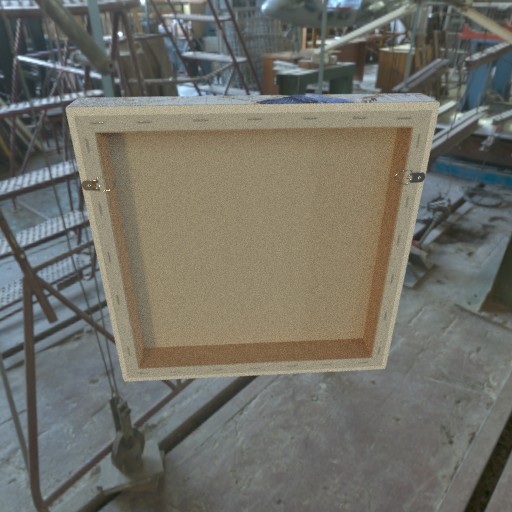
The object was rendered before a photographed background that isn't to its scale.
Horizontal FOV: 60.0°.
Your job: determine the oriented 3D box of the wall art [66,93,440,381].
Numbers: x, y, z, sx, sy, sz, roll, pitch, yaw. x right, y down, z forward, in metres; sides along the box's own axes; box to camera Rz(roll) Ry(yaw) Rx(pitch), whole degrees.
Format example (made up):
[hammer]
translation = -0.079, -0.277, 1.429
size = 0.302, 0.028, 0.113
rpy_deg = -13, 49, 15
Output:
[wall art]
translation = 0.000, 0.000, 0.447
size = 0.303, 0.304, 0.036
rpy_deg = -2, 31, -3
